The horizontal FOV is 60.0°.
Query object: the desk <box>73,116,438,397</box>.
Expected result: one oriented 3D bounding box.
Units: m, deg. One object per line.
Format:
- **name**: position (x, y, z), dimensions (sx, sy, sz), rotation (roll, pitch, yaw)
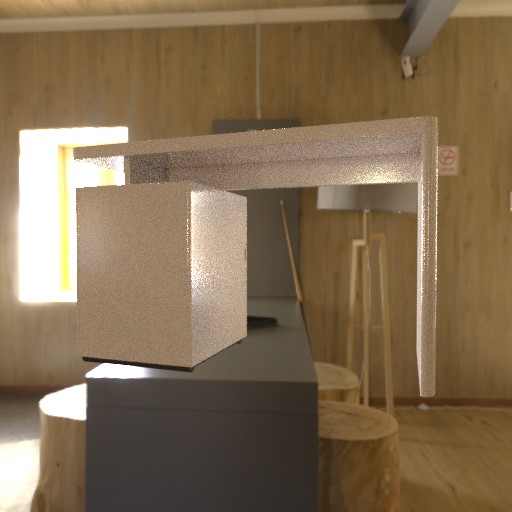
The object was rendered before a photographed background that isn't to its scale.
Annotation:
- **desk**: position (0.000, 0.000, 1.620), dimensions (1.200, 0.760, 0.550), rotation (1, 2, 19)
